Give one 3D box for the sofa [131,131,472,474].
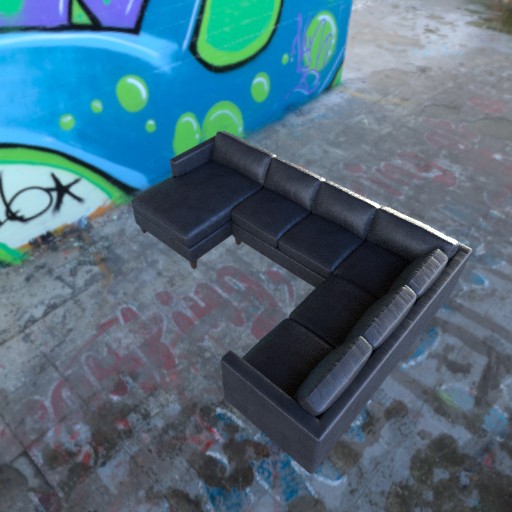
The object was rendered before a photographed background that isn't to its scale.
[{"bbox_3d":[0.000,0.000,4.530,3.324,0.891,2.452,32,53,28],"label":"sofa"}]
